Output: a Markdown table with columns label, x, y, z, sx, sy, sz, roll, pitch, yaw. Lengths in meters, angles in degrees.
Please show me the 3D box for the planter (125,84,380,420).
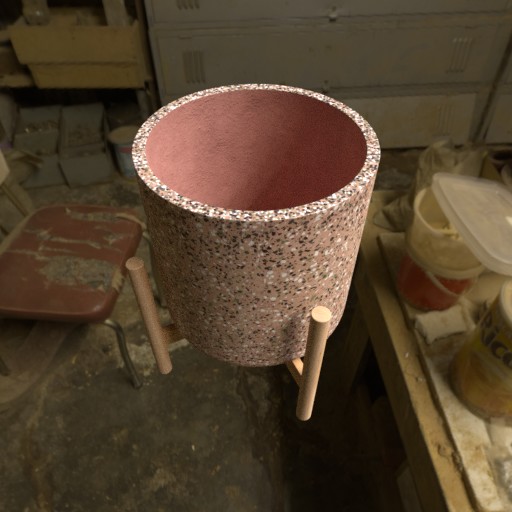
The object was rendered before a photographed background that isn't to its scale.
| label | x | y | z | sx | sy | sz | roll | pitch | yaw |
| --- | --- | --- | --- | --- | --- | --- | --- | --- | --- |
| planter | 0.000 | 0.000 | 0.701 | 0.360 | 0.419 | 0.360 | -2 | 46 | -2 |
